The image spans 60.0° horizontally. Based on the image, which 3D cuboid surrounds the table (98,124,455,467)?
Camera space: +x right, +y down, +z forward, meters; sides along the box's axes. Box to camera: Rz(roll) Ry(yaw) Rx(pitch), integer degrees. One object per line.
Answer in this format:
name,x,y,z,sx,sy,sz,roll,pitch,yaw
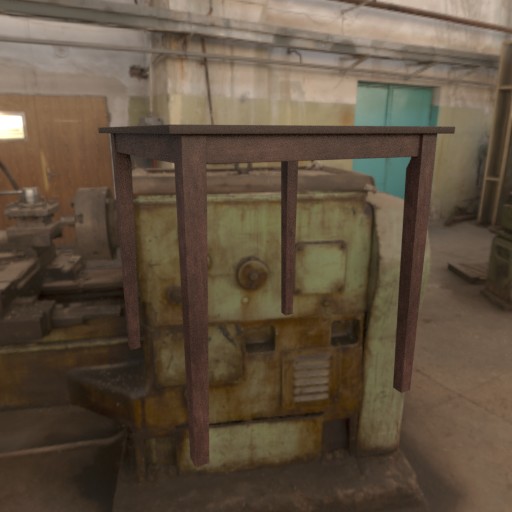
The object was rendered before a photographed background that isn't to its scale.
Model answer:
table,0.000,0.000,1.379,0.749,0.770,0.749,-8,18,-27
